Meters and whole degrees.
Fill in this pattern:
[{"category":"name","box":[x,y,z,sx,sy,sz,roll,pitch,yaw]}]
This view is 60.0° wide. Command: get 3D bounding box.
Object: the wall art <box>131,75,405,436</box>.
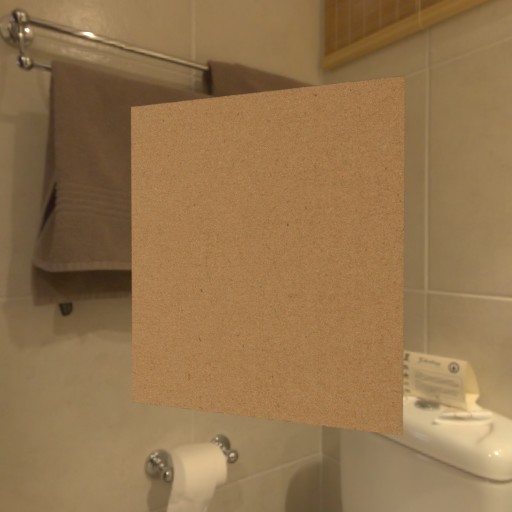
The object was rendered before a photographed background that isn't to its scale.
[{"category":"wall art","box":[0.000,0.000,1.192,0.755,0.863,0.028,0,1,18]}]
